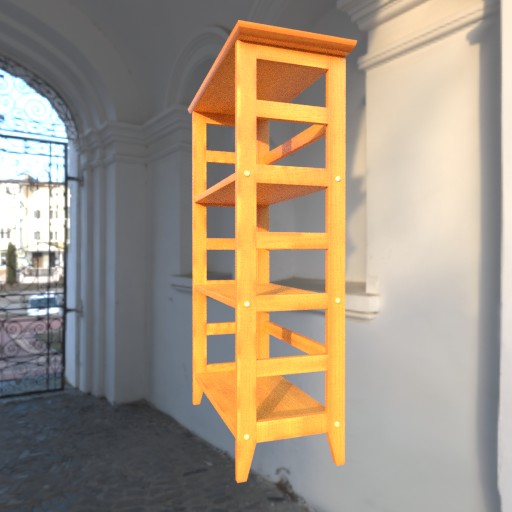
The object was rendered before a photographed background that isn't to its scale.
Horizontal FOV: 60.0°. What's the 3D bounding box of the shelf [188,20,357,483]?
[{"bbox_3d":[0.000,0.000,1.362,0.305,1.067,0.660,0,1,-19],"label":"shelf"}]
